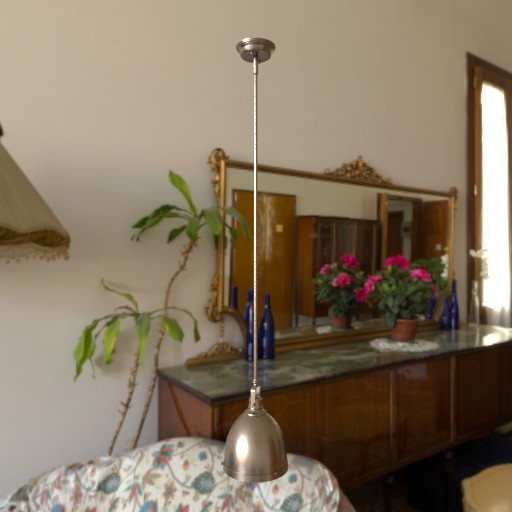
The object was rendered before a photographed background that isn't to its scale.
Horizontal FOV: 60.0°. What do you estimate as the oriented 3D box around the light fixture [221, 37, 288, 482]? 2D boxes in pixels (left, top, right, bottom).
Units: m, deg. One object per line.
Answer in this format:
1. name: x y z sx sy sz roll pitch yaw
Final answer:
1. light fixture: 0.000 0.000 1.449 0.211 1.367 0.217 0 -1 20
